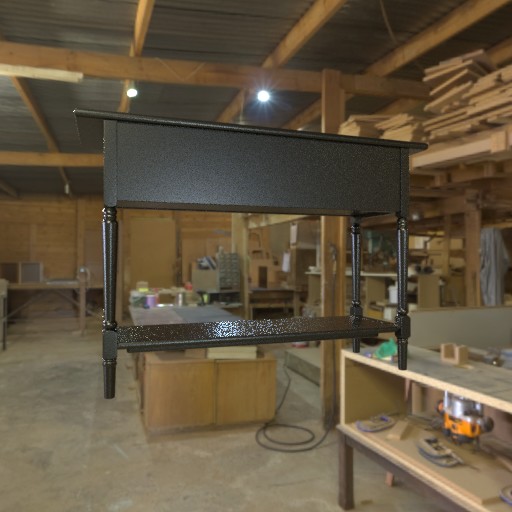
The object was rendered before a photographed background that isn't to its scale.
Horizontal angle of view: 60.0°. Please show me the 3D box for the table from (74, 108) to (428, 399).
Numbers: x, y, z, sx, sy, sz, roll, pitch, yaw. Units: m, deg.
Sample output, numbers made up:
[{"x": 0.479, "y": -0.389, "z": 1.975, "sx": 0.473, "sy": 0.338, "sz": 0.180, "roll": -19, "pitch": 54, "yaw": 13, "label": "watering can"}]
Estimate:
[{"x": 0.000, "y": 0.000, "z": 1.593, "sx": 1.191, "sy": 0.819, "sz": 0.386, "roll": 0, "pitch": 0, "yaw": -19, "label": "table"}]
